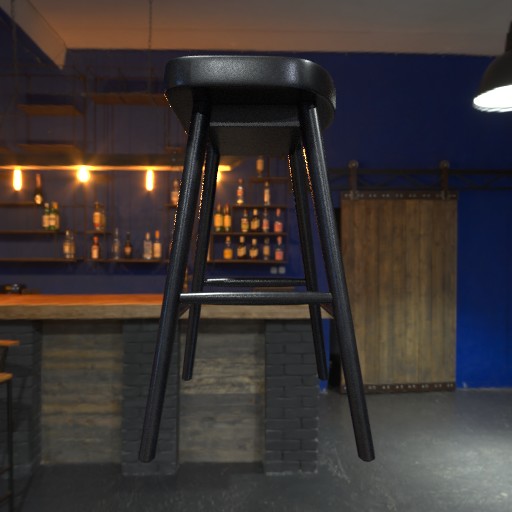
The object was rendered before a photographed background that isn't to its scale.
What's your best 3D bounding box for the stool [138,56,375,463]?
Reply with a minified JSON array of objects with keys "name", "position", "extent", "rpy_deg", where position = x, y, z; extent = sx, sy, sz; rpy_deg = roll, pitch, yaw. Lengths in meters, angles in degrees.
[{"name":"stool","position":[0.000,0.000,0.877],"extent":[0.361,0.615,0.440],"rpy_deg":[0,1,0]}]
